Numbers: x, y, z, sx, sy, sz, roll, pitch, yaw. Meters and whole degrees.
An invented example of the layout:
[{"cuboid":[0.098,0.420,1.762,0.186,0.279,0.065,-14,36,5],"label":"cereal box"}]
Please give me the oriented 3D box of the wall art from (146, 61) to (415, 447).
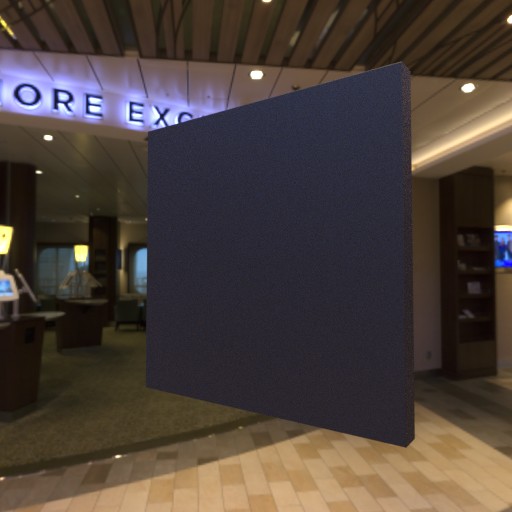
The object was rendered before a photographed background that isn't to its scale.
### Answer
[{"cuboid":[0.000,0.000,0.745,0.507,0.507,0.038,-1,-2,36],"label":"wall art"}]
